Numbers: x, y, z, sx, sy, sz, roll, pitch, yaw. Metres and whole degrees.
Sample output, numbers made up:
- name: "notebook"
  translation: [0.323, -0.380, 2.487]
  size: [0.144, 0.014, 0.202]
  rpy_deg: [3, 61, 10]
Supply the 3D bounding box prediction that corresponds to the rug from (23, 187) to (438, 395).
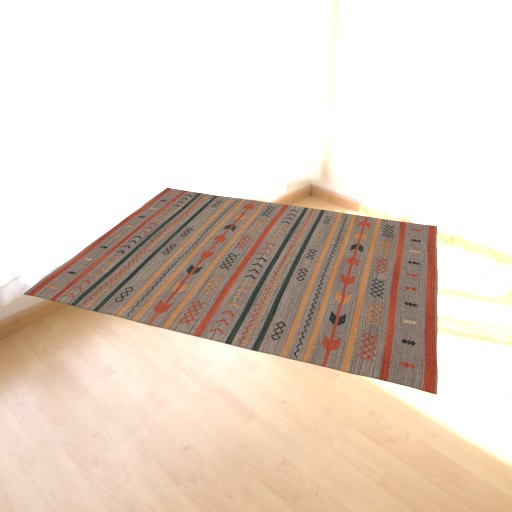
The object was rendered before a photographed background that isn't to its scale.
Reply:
- name: "rug"
  translation: [0.000, 0.000, 3.908]
  size: [3.029, 0.022, 2.263]
  rpy_deg: [10, 33, 16]
